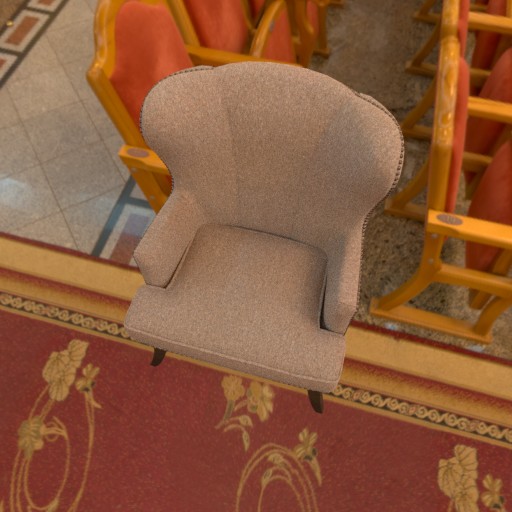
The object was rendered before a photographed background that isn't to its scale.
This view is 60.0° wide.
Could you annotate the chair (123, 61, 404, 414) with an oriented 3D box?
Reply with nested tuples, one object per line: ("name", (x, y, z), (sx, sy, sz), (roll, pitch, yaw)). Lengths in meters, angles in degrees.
("chair", (0.000, 0.000, 1.584), (0.759, 1.060, 0.758), (13, 60, 8))
